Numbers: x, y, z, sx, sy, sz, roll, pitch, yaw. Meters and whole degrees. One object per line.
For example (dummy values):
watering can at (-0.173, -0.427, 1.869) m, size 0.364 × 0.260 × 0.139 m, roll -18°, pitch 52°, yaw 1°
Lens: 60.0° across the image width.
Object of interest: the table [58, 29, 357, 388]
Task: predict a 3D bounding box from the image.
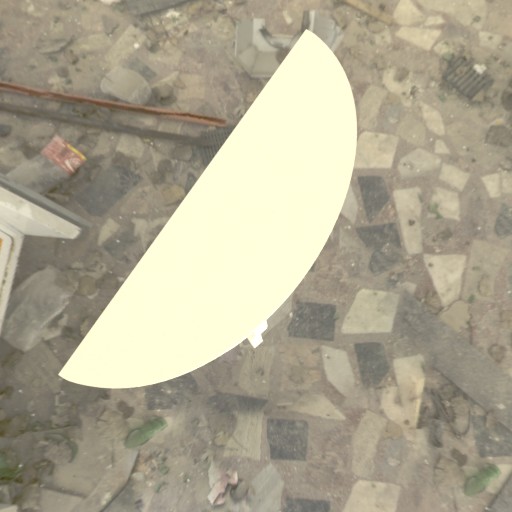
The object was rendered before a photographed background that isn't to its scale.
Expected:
table at (0.000, 0.000, 1.583) m, size 0.394 × 0.780 × 1.219 m, roll 31°, pitch 77°, yaw 8°
